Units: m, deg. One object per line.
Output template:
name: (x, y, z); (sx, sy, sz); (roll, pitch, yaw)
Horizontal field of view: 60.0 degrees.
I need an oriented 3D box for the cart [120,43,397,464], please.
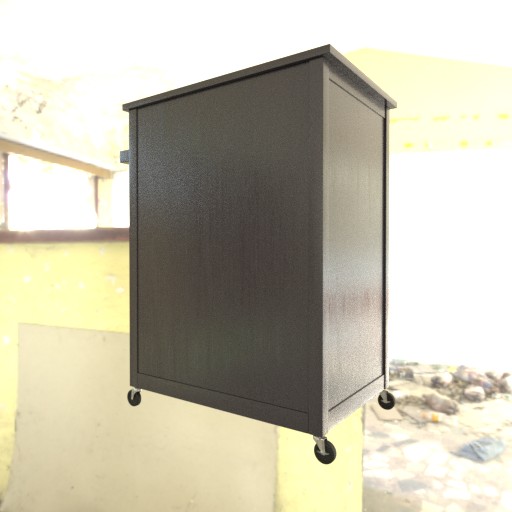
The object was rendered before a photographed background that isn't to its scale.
cart: (0.000, 0.000, 1.291); (0.690, 0.878, 0.449); (1, 1, 35)
